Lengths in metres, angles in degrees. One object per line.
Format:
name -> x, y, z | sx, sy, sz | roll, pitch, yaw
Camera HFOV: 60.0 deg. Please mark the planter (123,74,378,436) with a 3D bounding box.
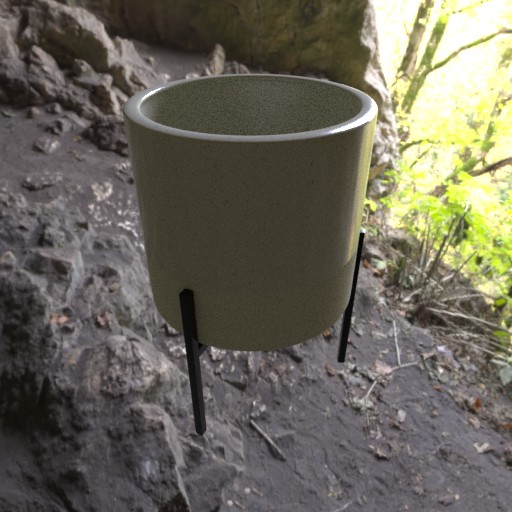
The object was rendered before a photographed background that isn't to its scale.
planter -> 0.000, 0.000, 0.334 | 0.159, 0.230, 0.152 | -1, 34, -1
